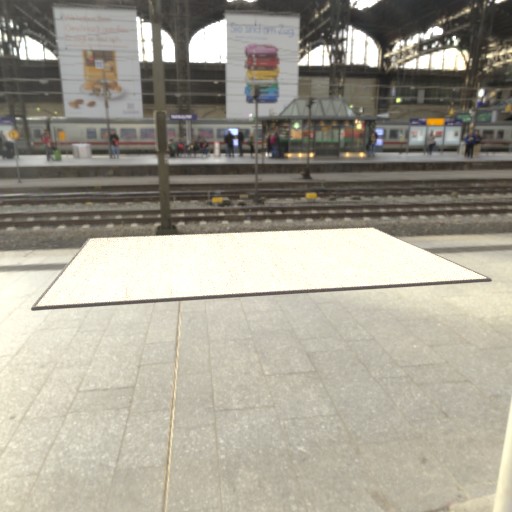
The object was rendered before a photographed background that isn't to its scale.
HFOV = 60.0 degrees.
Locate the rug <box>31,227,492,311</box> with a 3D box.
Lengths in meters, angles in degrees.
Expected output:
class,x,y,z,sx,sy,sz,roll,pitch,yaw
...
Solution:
class,x,y,z,sx,sy,sz,roll,pitch,yaw
rug,0.000,0.000,2.078,1.676,0.013,1.067,-3,15,-10
